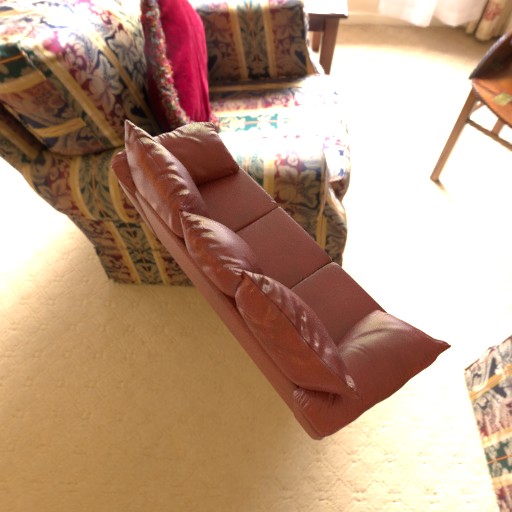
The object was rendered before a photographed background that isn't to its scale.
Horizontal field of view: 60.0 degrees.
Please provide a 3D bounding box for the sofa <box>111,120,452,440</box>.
[{"bbox_3d":[0.000,0.000,2.926,0.907,1.091,2.390,-32,62,-19],"label":"sofa"}]
